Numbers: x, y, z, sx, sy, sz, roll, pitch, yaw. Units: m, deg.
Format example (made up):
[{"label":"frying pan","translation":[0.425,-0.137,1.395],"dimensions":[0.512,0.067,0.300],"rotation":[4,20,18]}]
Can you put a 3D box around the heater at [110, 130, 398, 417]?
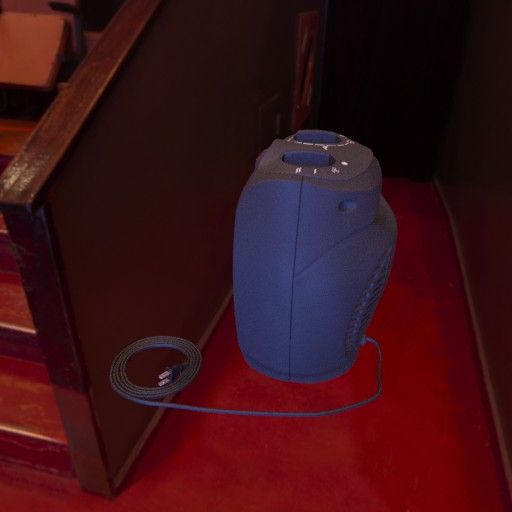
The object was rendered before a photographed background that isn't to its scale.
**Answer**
[{"label":"heater","translation":[0.000,0.000,0.466],"dimensions":[0.291,0.240,0.239],"rotation":[8,32,12]}]
